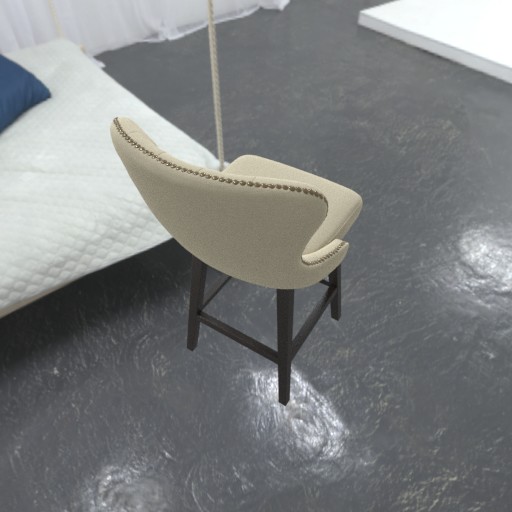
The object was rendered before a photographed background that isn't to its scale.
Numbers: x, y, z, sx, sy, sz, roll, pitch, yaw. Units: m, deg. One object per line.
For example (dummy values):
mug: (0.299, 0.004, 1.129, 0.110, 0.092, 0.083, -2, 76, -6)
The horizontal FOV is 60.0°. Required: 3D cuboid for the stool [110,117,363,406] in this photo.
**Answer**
stool: (0.000, 0.000, 1.318, 0.528, 0.971, 0.593, 25, 51, 22)
